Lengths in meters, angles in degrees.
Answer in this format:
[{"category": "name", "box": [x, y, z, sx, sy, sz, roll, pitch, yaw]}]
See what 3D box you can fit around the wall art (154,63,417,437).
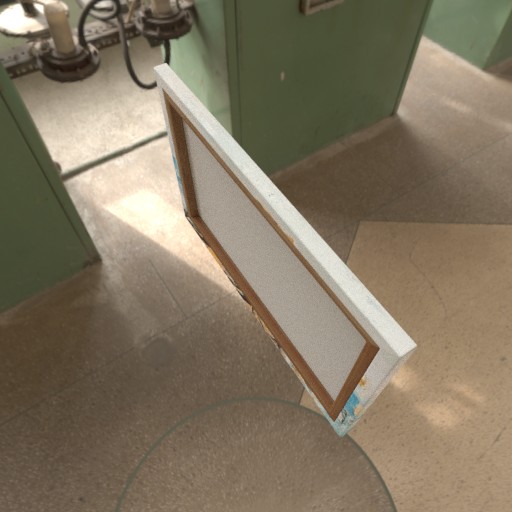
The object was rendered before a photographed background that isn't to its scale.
[{"category": "wall art", "box": [0.000, 0.000, 1.174, 0.038, 0.609, 0.913, -28, 61, -17]}]
